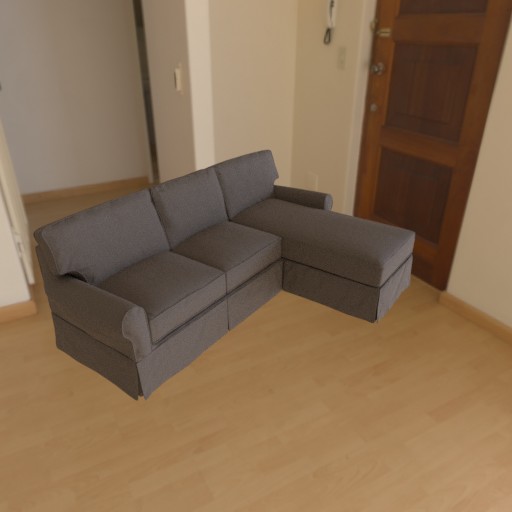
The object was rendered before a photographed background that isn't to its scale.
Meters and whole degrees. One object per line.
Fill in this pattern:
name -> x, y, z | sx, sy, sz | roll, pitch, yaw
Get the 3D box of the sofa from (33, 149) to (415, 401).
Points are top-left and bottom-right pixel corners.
sofa -> 0.000, 0.000, 3.313 | 1.733, 0.978, 2.475 | 18, 33, 31
